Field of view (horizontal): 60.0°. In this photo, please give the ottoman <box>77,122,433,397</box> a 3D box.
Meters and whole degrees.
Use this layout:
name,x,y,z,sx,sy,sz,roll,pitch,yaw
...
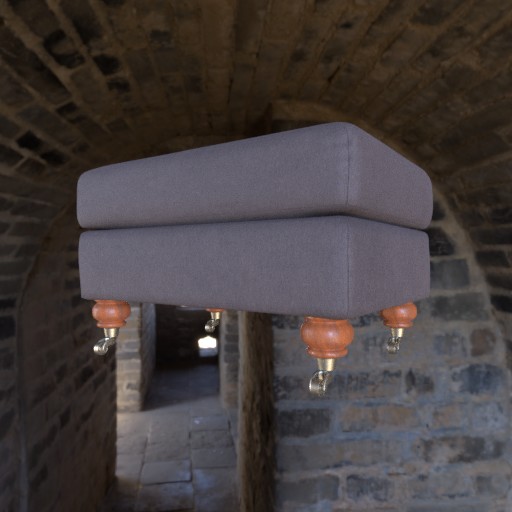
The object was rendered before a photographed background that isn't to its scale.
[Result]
name,x,y,z,sx,sy,sz,roll,pitch,yaw
ottoman,0.000,0.000,1.143,0.773,0.497,0.574,0,-1,35
